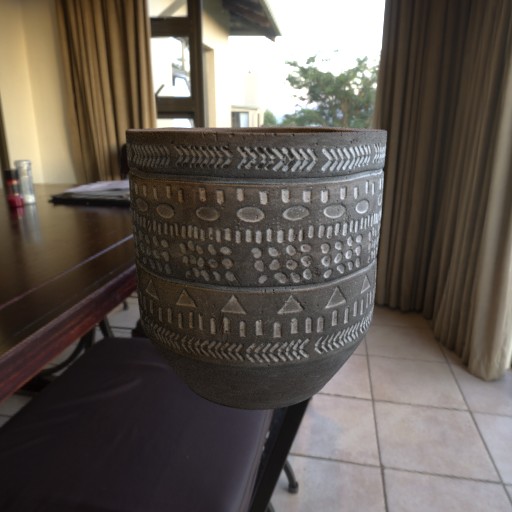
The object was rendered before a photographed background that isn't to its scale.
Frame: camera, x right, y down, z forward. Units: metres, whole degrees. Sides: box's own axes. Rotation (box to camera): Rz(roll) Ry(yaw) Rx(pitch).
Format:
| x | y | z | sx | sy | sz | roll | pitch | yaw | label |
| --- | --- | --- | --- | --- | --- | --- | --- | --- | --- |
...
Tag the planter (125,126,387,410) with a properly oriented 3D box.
| x | y | z | sx | sy | sz | roll | pitch | yaw | label |
| --- | --- | --- | --- | --- | --- | --- | --- | --- | --- |
| 0.000 | 0.000 | 0.269 | 0.142 | 0.149 | 0.142 | 0 | 17 | 0 | planter |
